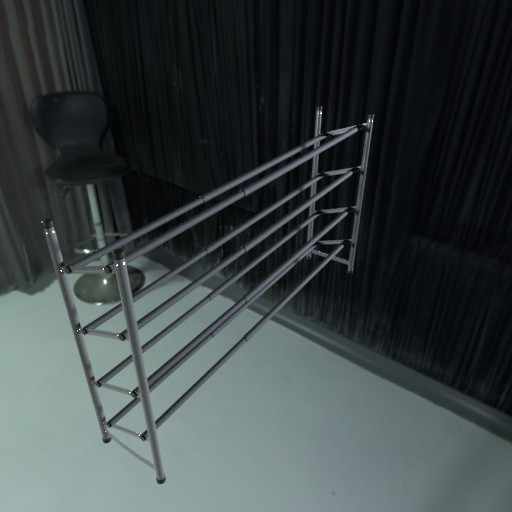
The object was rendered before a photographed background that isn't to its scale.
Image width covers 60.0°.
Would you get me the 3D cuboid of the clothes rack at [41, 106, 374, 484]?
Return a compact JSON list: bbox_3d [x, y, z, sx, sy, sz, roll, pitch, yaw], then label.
[{"bbox_3d":[0.000,0.000,1.392,0.229,0.672,1.168,20,37,29],"label":"clothes rack"}]
